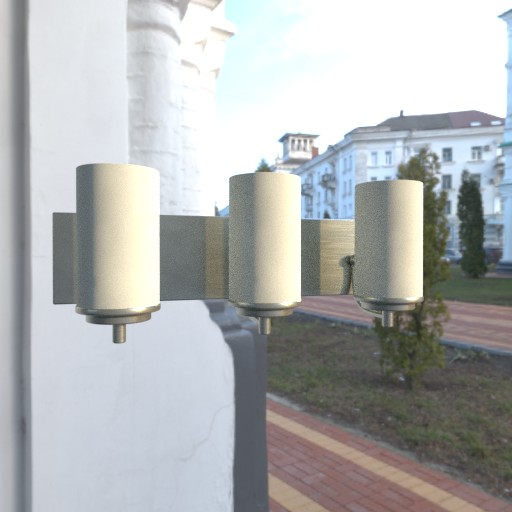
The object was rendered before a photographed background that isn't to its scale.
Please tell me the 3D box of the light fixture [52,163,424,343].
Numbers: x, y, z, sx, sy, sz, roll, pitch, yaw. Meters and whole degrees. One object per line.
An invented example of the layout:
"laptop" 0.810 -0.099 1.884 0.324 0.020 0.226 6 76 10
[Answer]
"light fixture" 0.000 0.000 0.521 0.451 0.172 0.145 0 1 -18
